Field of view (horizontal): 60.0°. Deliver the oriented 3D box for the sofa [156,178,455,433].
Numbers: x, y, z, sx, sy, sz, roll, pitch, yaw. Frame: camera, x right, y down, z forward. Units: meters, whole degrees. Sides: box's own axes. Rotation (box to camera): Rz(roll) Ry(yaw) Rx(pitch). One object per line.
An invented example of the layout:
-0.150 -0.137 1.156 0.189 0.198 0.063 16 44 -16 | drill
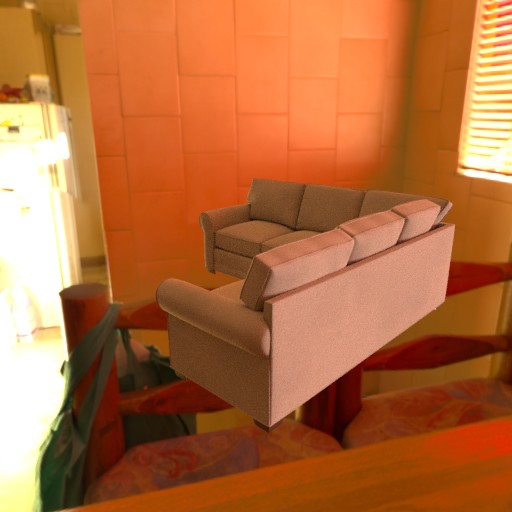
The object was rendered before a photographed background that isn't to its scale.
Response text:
0.000 0.000 3.965 2.487 1.053 2.562 16 23 41 | sofa
